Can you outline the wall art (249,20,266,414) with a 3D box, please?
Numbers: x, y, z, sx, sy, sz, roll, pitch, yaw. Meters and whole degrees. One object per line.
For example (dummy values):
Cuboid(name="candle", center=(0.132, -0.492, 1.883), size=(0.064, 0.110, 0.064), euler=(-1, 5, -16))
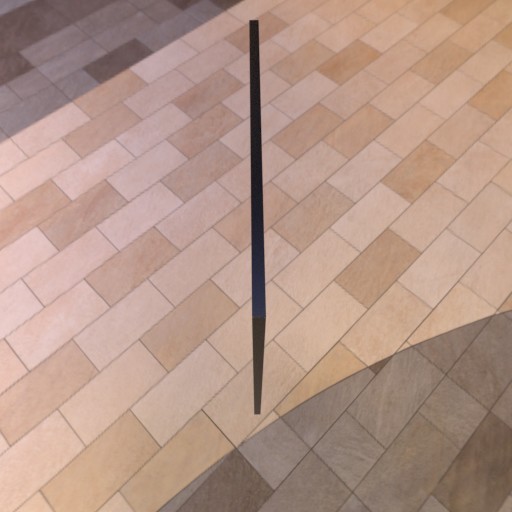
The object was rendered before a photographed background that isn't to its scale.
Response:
Cuboid(name="wall art", center=(0.000, 0.000, 0.776), size=(0.013, 0.582, 0.442), euler=(-1, 62, 0))
